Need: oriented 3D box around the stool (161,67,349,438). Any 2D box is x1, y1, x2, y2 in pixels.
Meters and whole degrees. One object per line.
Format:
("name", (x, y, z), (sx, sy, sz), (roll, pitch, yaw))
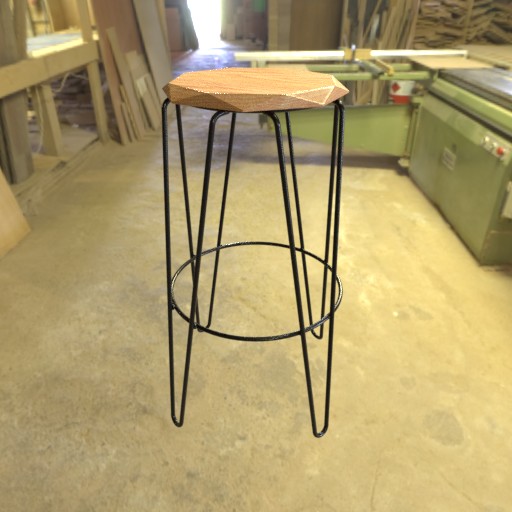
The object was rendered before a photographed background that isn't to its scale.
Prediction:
("stool", (0.000, 0.000, 0.812), (0.326, 0.610, 0.326), (3, 31, 5))
